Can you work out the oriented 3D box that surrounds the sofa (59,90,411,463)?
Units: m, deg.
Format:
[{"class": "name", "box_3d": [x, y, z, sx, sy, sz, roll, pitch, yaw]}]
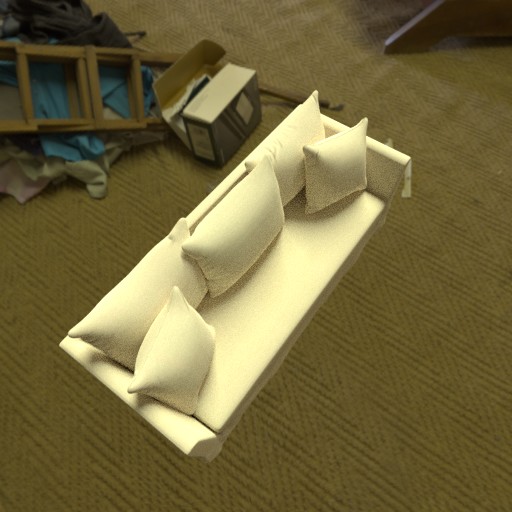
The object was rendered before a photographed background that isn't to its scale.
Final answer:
[{"class": "sofa", "box_3d": [0.000, 0.000, 3.055, 1.030, 1.042, 2.484, 32, 64, 18]}]
